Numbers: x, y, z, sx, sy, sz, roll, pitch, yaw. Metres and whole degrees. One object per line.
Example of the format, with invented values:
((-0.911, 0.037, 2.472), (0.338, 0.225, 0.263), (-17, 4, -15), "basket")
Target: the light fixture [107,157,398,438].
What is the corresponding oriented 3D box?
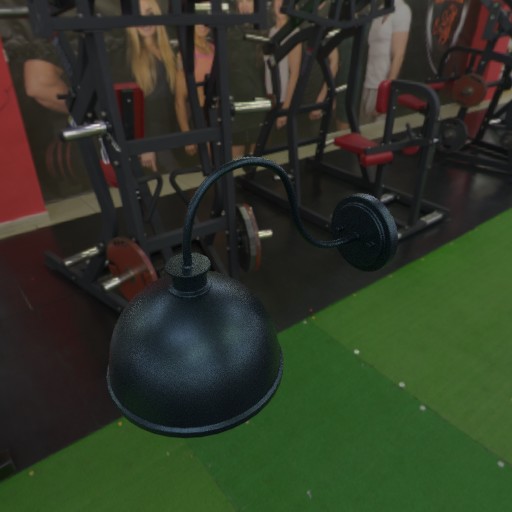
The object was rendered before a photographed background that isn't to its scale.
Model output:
((0.000, 0.000, 0.629), (0.467, 0.295, 0.253), (-21, 37, -30), "light fixture")
